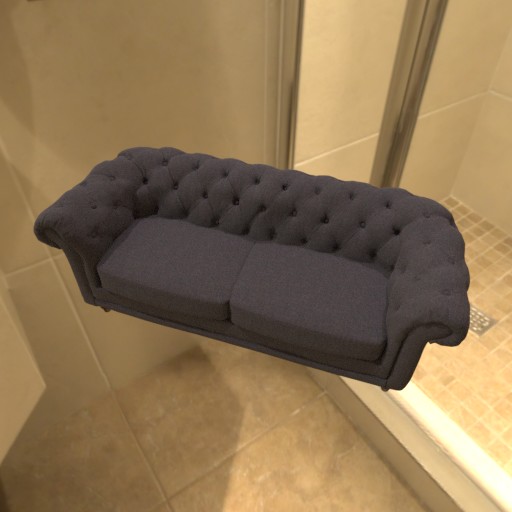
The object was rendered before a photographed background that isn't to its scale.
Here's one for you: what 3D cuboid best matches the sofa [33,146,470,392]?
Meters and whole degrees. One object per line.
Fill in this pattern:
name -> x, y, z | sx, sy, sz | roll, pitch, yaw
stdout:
sofa -> 0.000, 0.000, 2.770 | 2.335, 0.836, 1.046 | 13, 45, 13
